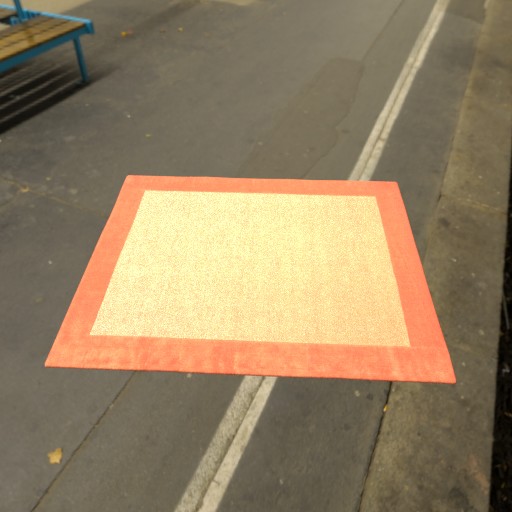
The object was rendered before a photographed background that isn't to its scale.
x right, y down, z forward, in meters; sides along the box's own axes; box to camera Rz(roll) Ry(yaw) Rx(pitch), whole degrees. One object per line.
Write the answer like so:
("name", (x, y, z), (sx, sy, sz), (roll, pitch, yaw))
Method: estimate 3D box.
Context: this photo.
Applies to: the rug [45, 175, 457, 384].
("rug", (0.000, 0.000, 4.023), (2.976, 0.018, 2.430), (2, 45, 2))
